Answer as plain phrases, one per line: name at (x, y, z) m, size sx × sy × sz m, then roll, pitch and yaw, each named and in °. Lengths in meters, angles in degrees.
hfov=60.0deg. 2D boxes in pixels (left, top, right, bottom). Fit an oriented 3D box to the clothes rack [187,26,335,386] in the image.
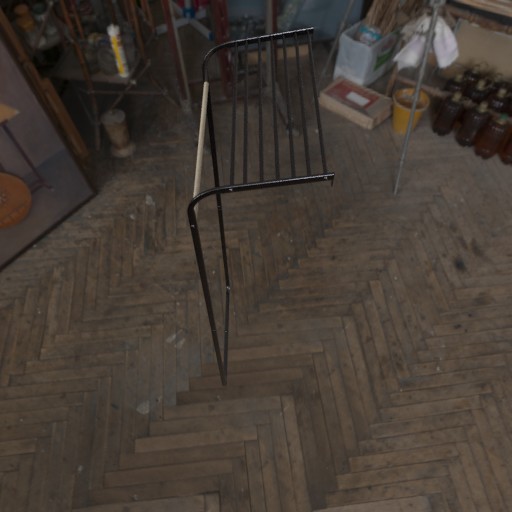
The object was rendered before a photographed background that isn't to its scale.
clothes rack at (0.000, 0.000, 1.811) m, size 0.349 × 1.574 × 0.609 m, roll 0°, pitch 57°, yaw 0°
